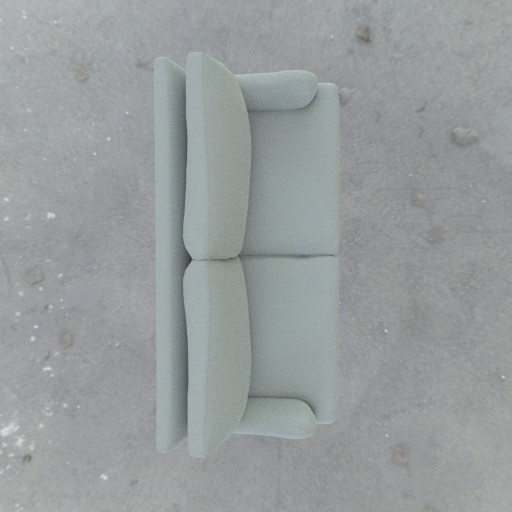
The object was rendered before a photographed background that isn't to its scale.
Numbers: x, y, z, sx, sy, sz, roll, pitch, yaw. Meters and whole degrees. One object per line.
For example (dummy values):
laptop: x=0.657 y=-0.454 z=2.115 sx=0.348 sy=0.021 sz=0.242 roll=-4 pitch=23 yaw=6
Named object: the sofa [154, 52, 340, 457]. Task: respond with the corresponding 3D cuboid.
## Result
sofa: x=0.000 y=0.000 z=2.794 sx=1.069 sy=1.096 sz=2.193 roll=0 pitch=92 yaw=1
